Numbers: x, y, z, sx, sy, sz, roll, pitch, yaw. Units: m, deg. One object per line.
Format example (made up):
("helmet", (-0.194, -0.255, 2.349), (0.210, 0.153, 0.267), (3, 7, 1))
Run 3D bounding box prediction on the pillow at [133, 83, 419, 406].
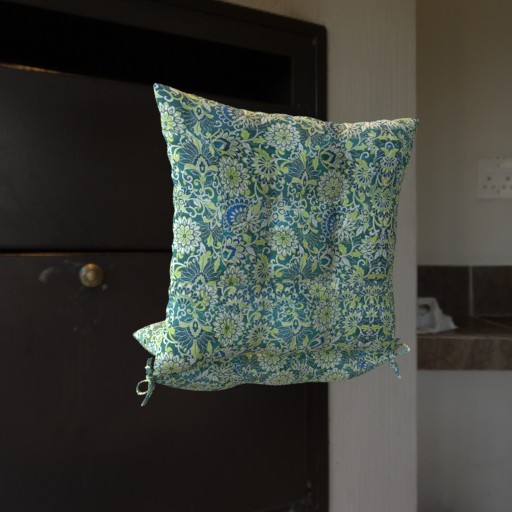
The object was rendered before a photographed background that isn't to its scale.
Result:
("pillow", (0.000, 0.000, 1.002), (0.541, 0.536, 0.585), (0, 0, -19))
